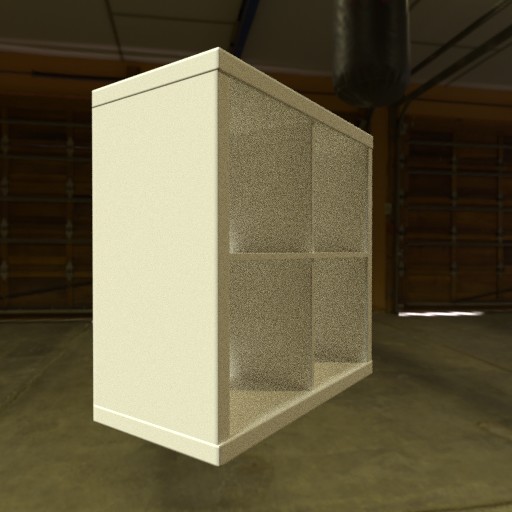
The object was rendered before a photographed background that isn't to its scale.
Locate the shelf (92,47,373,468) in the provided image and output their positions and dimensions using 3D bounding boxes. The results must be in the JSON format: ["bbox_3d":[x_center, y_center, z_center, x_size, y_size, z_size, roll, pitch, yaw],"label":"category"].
[{"bbox_3d":[0.000,0.000,1.262,0.390,0.786,0.790,0,1,35],"label":"shelf"}]
